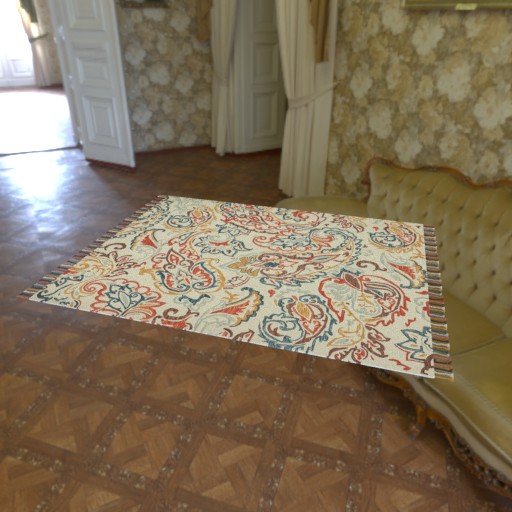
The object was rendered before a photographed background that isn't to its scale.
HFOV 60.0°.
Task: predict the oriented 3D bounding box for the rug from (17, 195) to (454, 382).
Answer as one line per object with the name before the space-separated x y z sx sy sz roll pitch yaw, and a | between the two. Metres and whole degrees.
rug | 0.000 0.000 4.165 3.274 0.015 2.439 8 29 15
